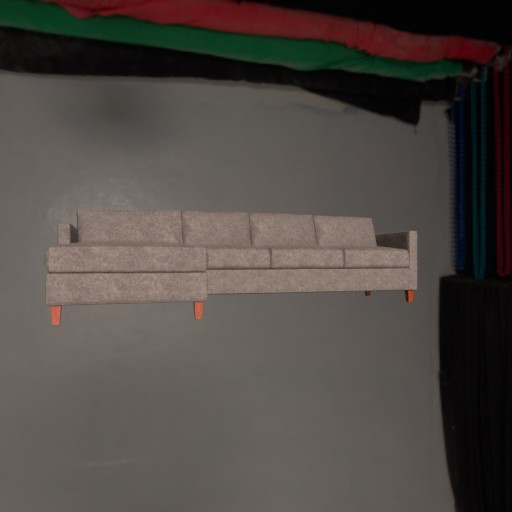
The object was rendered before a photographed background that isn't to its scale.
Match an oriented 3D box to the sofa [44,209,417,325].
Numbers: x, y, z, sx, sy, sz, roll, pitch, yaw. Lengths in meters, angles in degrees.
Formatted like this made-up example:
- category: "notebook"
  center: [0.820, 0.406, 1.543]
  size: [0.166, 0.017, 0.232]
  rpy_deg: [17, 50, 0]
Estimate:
- category: "sofa"
  center: [0.000, 0.000, 4.227]
  size: [3.471, 0.954, 1.606]
  rpy_deg: [0, 0, -17]
